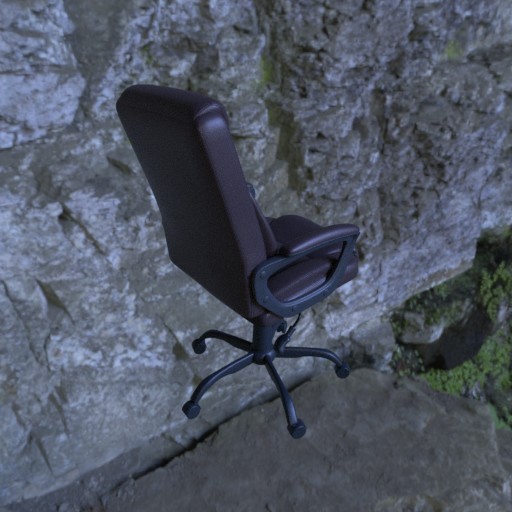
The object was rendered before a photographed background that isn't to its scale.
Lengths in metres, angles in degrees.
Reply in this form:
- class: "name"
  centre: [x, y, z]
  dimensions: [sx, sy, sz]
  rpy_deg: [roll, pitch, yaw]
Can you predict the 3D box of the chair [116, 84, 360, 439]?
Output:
- class: "chair"
  centre: [0.000, 0.000, 1.458]
  dimensions: [0.655, 1.072, 0.615]
  rpy_deg: [-19, 32, -33]
